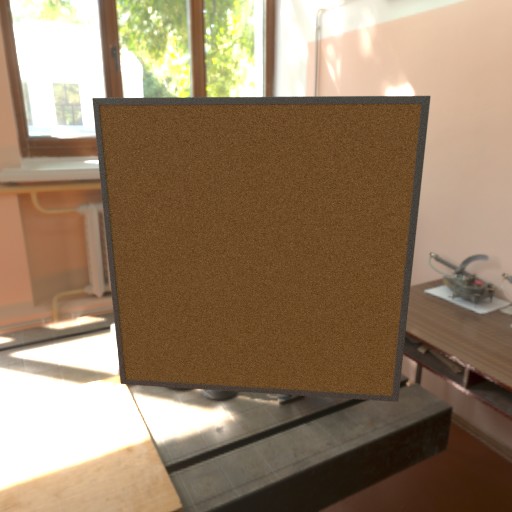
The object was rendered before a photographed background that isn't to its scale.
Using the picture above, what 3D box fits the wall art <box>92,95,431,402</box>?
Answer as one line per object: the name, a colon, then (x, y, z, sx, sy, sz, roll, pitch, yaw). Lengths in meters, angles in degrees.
wall art: (0.000, 0.000, 0.517, 0.349, 0.349, 0.028, 2, 17, 6)
